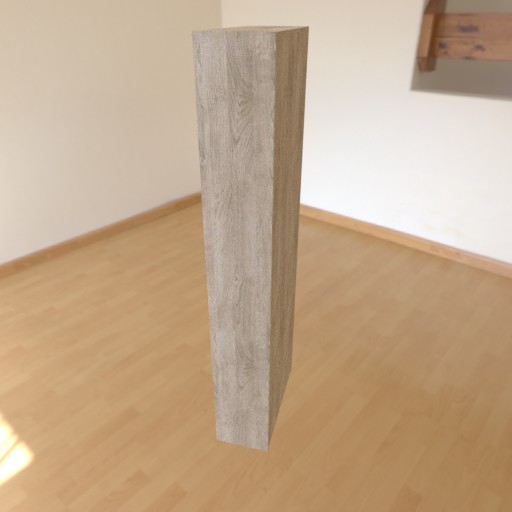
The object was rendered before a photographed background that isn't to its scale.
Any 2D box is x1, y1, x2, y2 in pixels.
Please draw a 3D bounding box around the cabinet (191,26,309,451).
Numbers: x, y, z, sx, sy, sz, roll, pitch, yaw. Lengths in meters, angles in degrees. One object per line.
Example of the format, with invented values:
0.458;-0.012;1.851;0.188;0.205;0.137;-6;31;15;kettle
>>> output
0.000;0.000;1.782;0.250;1.630;0.520;8;30;13;cabinet
